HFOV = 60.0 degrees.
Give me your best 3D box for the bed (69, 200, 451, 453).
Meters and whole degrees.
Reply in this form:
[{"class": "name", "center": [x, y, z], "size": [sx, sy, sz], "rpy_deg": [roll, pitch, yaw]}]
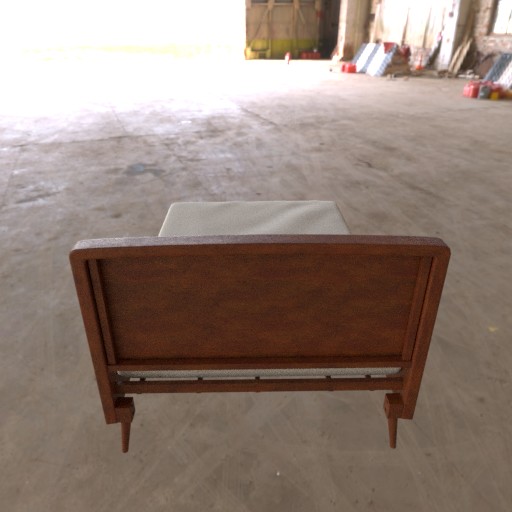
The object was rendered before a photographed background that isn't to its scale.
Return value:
[{"class": "bed", "center": [0.000, 0.000, 3.076], "size": [1.587, 1.275, 2.196], "rpy_deg": [-1, 28, -1]}]
